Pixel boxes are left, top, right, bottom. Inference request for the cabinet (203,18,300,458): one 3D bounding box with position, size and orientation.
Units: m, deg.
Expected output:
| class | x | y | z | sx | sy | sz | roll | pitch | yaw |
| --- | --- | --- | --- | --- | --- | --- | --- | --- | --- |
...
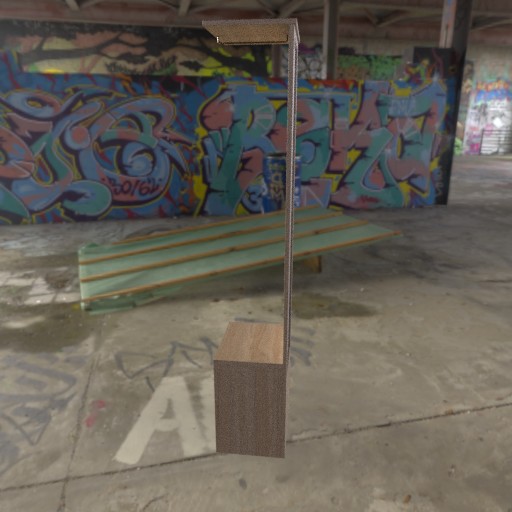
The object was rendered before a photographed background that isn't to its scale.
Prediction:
| class | x | y | z | sx | sy | sz | roll | pitch | yaw |
| --- | --- | --- | --- | --- | --- | --- | --- | --- | --- |
| cabinet | 0.000 | 0.000 | 2.041 | 0.338 | 1.879 | 0.411 | 2 | 17 | 7 |
